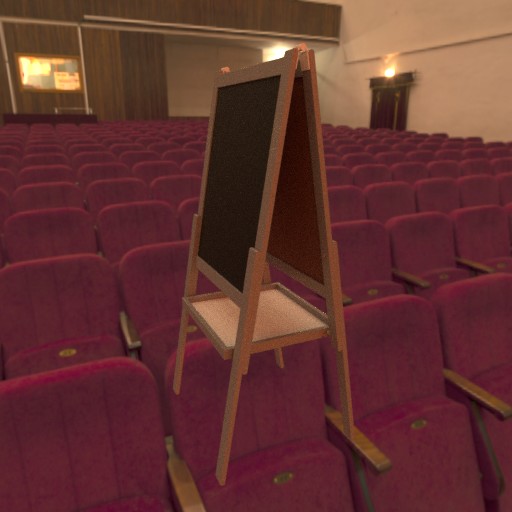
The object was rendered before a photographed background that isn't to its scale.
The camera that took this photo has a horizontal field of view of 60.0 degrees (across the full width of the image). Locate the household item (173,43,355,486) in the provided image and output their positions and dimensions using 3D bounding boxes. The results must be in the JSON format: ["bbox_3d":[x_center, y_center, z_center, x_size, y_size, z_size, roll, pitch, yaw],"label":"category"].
[{"bbox_3d":[0.000,0.000,1.424,0.469,1.172,0.531,-7,18,-24],"label":"household item"}]
